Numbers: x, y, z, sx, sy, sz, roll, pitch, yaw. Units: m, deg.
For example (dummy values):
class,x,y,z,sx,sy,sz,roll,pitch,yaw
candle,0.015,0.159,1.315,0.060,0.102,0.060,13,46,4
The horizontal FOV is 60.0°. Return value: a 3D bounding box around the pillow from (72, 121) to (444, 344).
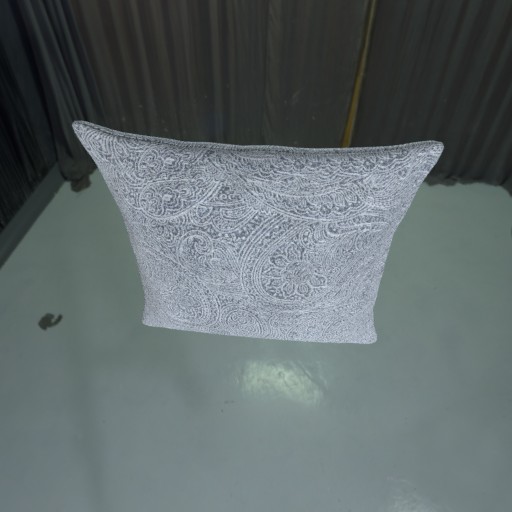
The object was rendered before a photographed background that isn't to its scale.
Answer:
class,x,y,z,sx,sy,sz,roll,pitch,yaw
pillow,0.000,0.000,0.798,0.523,0.510,0.166,4,47,4
